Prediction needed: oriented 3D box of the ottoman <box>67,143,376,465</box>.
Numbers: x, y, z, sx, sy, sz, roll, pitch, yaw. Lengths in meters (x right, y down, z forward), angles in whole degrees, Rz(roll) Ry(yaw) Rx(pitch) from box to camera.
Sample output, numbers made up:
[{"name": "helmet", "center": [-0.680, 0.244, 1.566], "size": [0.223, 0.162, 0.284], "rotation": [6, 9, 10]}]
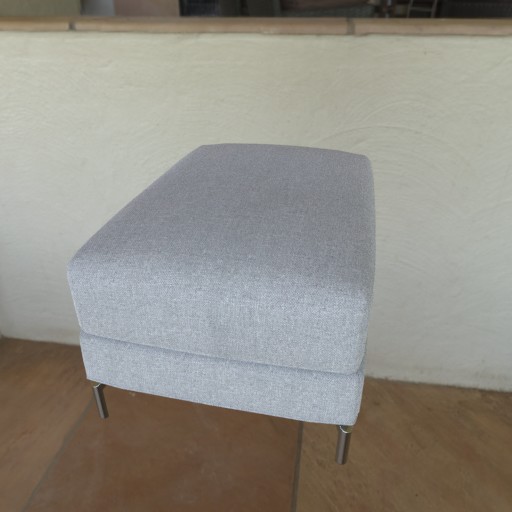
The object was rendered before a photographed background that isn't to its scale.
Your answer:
[{"name": "ottoman", "center": [0.000, 0.000, 1.178], "size": [0.584, 0.457, 0.838], "rotation": [6, 30, 11]}]
